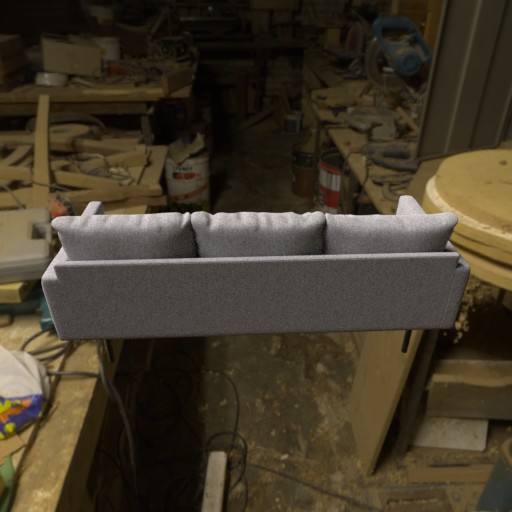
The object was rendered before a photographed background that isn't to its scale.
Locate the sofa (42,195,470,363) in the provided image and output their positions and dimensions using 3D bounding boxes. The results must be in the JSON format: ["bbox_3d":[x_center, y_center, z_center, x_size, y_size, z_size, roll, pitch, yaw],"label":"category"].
[{"bbox_3d":[0.000,0.000,2.480,2.000,0.830,0.850,-1,32,-2],"label":"sofa"}]
